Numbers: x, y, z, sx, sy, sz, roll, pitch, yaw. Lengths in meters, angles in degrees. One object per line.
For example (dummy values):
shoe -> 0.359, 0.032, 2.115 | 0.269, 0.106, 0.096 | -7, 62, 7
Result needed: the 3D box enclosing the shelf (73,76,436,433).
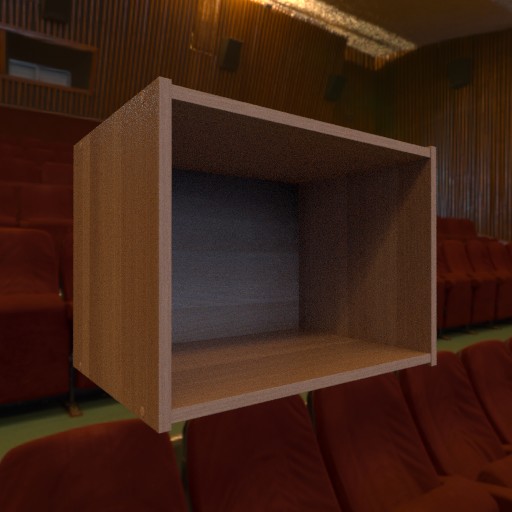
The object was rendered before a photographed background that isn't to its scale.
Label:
shelf -> 0.000, 0.000, 0.617 | 0.415, 0.305, 0.290 | 0, 0, -36
